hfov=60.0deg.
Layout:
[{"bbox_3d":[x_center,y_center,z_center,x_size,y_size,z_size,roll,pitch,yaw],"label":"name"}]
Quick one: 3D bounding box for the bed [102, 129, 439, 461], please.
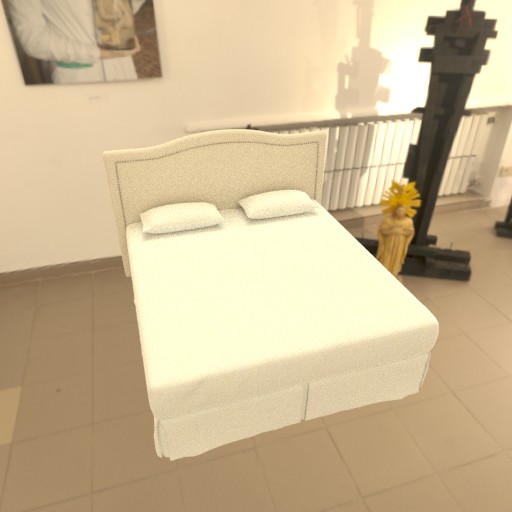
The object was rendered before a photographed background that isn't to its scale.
[{"bbox_3d":[0.000,0.000,3.501,2.083,1.421,2.182,-9,33,-15],"label":"bed"}]
